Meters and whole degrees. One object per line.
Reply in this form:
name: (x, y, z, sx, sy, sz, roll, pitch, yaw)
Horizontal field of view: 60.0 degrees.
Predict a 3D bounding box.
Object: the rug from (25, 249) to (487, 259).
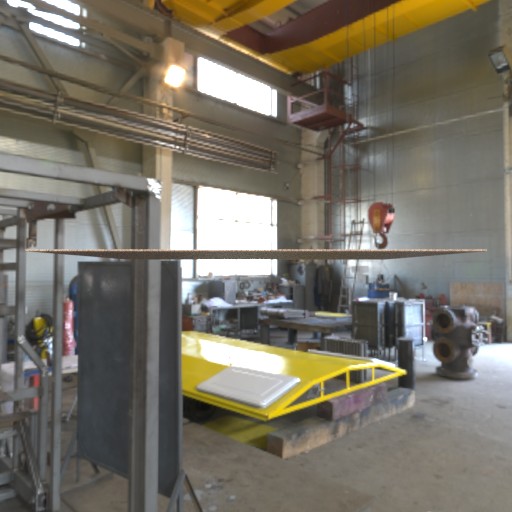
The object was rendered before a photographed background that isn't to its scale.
rug: (0.000, 0.000, 4.293, 3.205, 0.013, 2.448, 0, -2, 0)
